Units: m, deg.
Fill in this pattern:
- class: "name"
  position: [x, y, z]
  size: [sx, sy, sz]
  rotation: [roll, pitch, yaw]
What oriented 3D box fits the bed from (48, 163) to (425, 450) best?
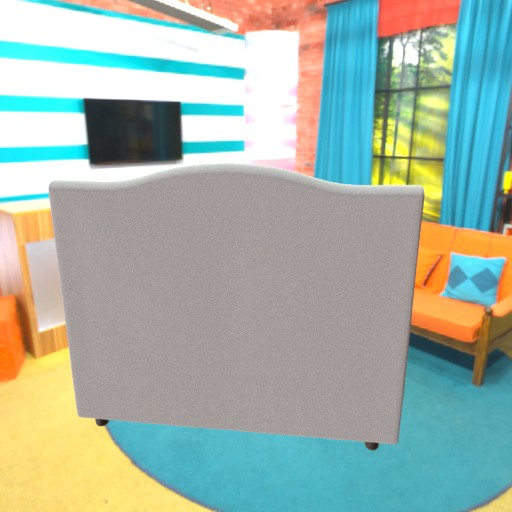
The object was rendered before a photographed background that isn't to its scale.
- class: "bed"
  position: [0.000, 0.000, 3.187]
  size: [1.753, 1.460, 2.143]
  rotation: [2, 16, 7]
